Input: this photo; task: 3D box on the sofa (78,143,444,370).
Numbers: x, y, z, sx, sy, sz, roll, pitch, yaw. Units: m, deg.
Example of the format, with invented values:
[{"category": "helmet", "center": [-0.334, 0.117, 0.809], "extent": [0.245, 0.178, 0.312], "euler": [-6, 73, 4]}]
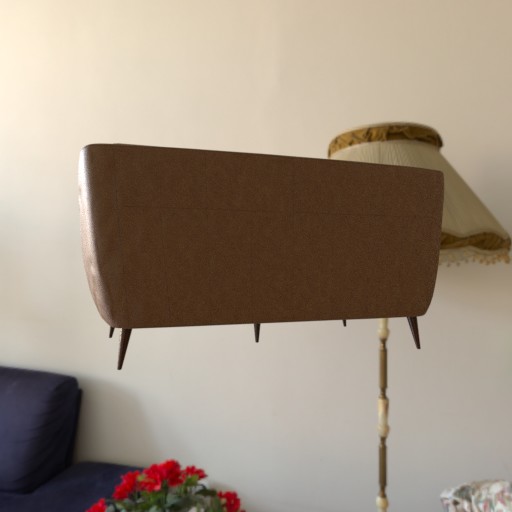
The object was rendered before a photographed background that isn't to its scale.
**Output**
[{"category": "sofa", "center": [0.000, 0.000, 2.291], "extent": [1.731, 0.886, 0.981], "euler": [0, -1, -18]}]
